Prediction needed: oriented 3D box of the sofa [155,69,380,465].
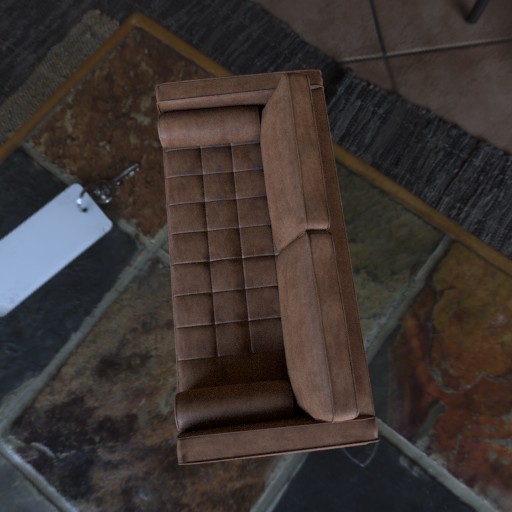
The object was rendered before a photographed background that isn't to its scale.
[{"bbox_3d":[0.000,0.000,2.353,0.924,0.825,1.920,-6,77,-1],"label":"sofa"}]
